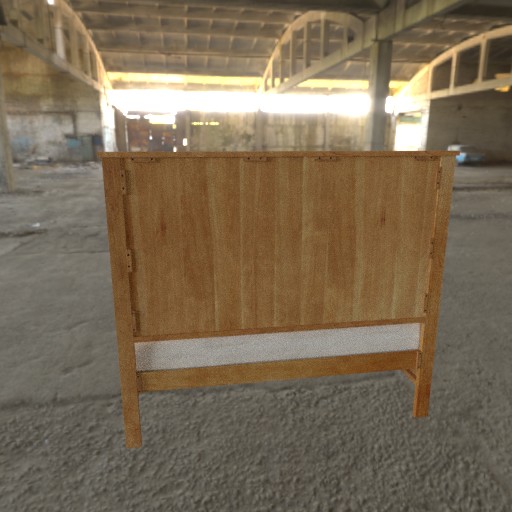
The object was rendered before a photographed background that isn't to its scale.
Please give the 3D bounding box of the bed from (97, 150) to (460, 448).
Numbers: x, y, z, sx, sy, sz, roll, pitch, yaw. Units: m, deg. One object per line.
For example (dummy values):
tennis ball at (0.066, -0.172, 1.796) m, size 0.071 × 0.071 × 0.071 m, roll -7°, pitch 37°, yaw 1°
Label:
bed at (0.000, 0.000, 3.572) m, size 1.936 × 1.686 × 2.201 m, roll -2°, pitch 15°, yaw -9°
